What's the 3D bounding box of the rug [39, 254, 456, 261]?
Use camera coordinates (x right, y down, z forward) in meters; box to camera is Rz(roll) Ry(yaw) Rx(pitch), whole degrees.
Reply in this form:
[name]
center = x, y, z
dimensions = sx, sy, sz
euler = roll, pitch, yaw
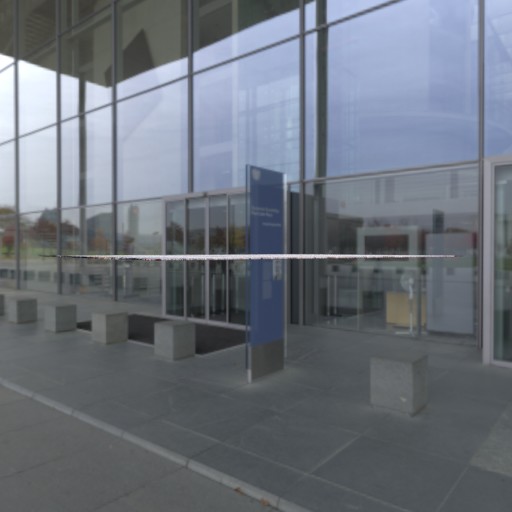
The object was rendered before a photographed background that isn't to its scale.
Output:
[rug]
center = 0.000, 0.000, 2.278
dimensions = 1.848, 0.012, 1.217
euler = 0, 1, -36
